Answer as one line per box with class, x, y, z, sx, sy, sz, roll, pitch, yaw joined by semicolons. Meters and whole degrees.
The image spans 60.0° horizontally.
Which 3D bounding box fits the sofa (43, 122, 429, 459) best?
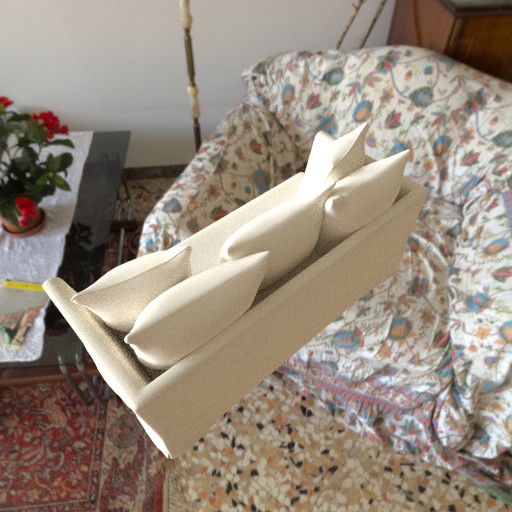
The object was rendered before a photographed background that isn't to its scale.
sofa;0.000;0.000;2.856;2.290;1.034;1.031;-34;56;-27
